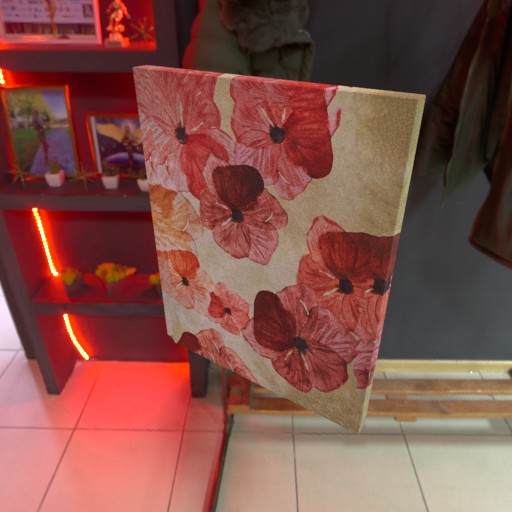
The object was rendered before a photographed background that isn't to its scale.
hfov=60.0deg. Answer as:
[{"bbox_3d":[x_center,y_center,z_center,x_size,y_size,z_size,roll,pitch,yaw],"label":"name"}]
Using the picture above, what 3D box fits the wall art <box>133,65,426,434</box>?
[{"bbox_3d":[0.000,0.000,0.676,0.406,0.508,0.028,19,35,28],"label":"wall art"}]
